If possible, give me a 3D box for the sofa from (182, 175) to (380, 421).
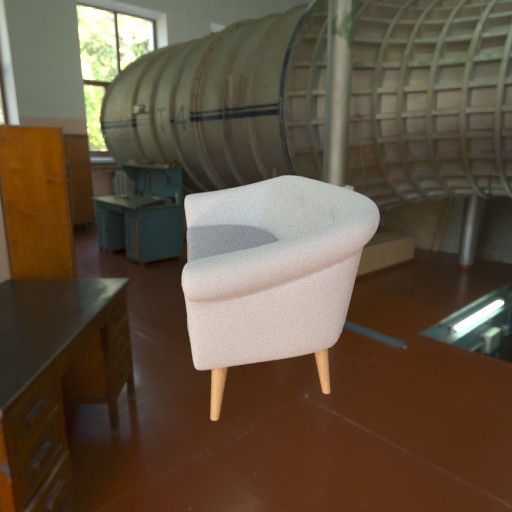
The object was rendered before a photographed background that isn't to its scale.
[{"bbox_3d":[0.000,0.000,2.493,0.827,0.795,2.160,-2,14,-8],"label":"sofa"}]
